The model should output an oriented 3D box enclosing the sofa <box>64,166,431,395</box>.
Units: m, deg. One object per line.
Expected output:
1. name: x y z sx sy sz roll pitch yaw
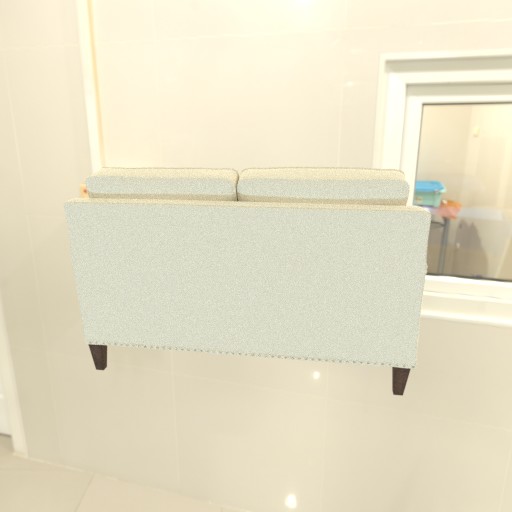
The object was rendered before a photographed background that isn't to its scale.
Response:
1. sofa: 0.000 0.000 2.372 1.597 1.003 1.084 2 16 8
